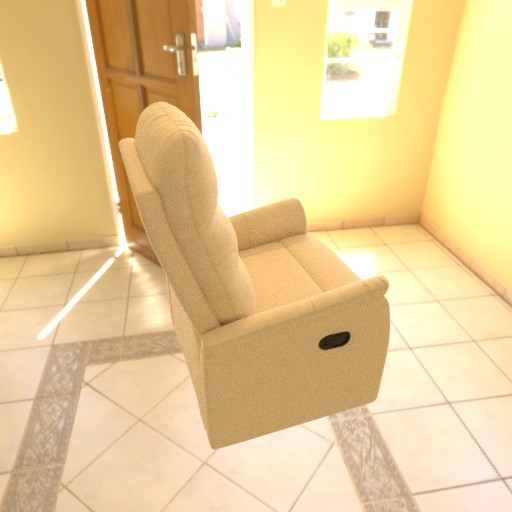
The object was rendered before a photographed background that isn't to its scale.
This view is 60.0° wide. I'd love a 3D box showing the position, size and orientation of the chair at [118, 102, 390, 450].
[{"bbox_3d":[0.000,0.000,1.647,0.831,1.082,0.775,-10,32,-17],"label":"chair"}]
